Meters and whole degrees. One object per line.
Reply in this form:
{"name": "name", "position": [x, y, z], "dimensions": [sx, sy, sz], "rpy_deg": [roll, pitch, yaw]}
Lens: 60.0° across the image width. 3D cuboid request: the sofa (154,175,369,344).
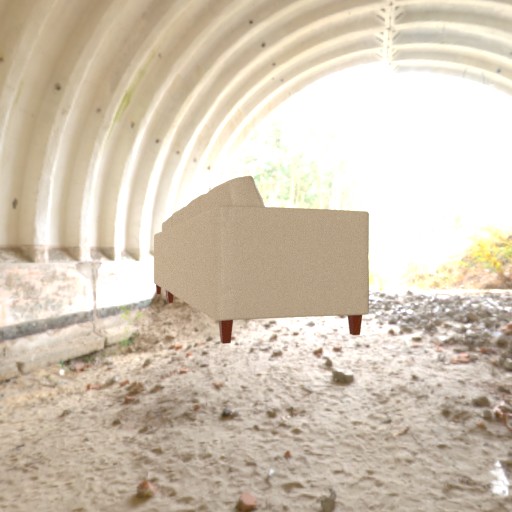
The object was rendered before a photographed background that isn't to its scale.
{"name": "sofa", "position": [0.000, 0.000, 4.232], "dimensions": [1.606, 0.954, 3.471], "rpy_deg": [0, 0, -19]}
